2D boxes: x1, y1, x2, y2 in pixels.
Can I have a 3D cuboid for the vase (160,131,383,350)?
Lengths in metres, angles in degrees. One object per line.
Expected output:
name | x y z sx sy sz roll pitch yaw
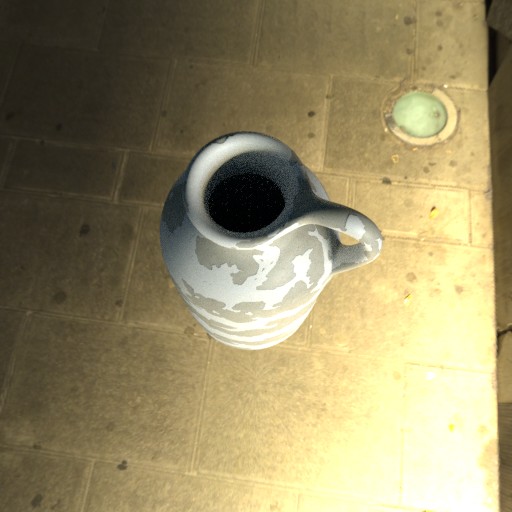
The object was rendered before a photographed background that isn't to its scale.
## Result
vase | 0.000 0.000 0.486 0.203 0.382 0.186 21 75 6
